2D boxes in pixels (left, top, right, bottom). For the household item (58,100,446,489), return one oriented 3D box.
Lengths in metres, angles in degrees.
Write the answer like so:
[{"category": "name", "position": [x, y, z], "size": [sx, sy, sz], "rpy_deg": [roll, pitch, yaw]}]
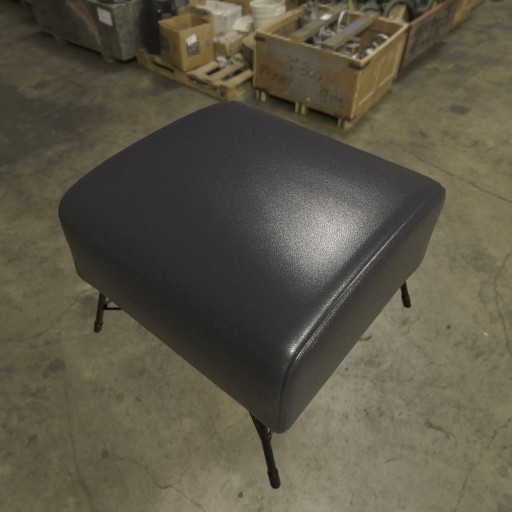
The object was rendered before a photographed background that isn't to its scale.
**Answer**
[{"category": "household item", "position": [0.000, 0.000, 0.884], "size": [0.530, 0.410, 0.530], "rpy_deg": [31, 54, 26]}]
